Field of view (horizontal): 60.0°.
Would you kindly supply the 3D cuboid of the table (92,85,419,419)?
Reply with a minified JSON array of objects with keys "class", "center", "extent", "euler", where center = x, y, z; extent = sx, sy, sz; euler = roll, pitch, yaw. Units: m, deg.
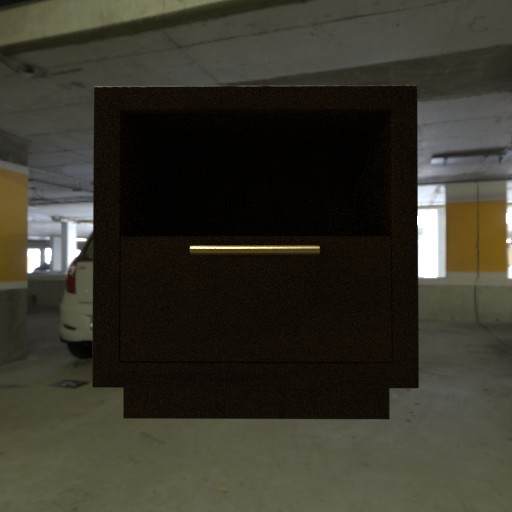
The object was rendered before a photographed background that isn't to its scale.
[{"class":"table","center":[0.000,0.000,0.949],"extent":[0.560,0.585,0.439],"euler":[0,-1,1]}]
